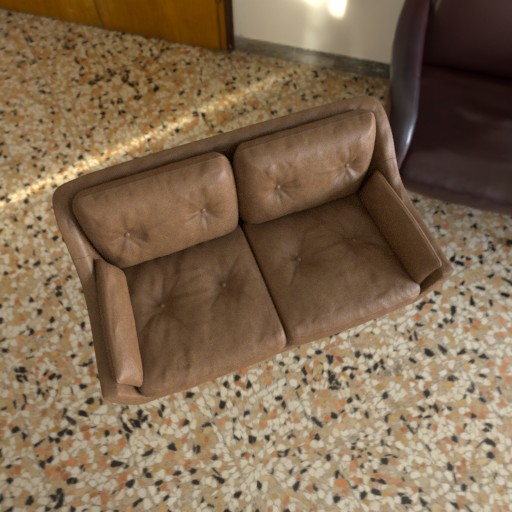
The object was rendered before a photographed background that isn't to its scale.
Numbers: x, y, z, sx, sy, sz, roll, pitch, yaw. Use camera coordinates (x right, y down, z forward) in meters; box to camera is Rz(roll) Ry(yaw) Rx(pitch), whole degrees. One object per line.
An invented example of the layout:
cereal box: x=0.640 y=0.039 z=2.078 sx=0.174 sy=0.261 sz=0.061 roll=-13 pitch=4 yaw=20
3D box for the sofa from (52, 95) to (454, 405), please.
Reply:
sofa: x=0.000 y=0.000 z=2.285 sx=1.731 sy=0.886 sz=0.981 roll=-19 pitch=66 yaw=-9
